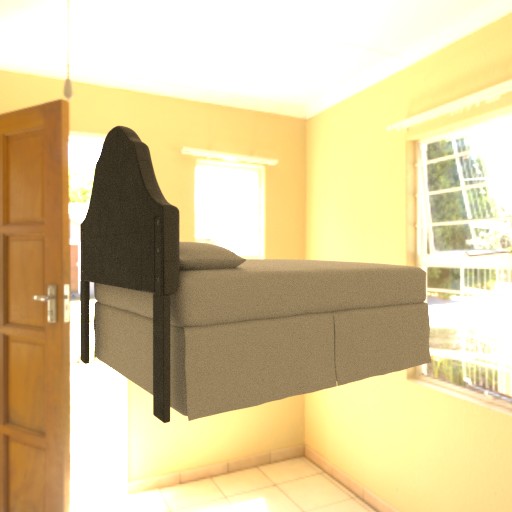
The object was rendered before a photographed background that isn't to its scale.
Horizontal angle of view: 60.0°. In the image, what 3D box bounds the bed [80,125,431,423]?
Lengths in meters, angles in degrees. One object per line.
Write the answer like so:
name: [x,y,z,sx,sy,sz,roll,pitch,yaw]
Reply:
bed: [0.000,0.000,3.330,2.155,1.575,1.636,0,0,-36]
